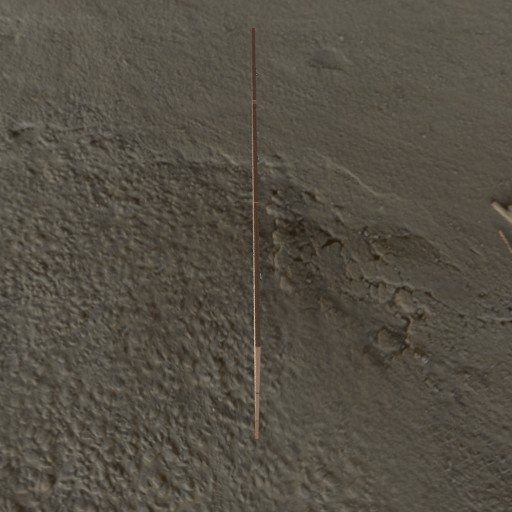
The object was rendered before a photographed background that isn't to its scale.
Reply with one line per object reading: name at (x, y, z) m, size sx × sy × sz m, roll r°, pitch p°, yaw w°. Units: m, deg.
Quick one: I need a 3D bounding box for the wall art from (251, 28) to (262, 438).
wall art at (0.000, 0.000, 1.831) m, size 0.019 × 1.218 × 1.221 m, roll -1°, pitch 59°, yaw 0°
